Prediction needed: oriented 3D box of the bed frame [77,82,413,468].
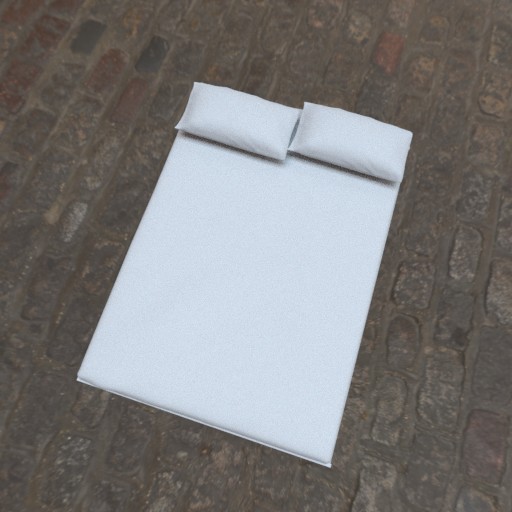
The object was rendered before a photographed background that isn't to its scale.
[{"bbox_3d":[0.000,0.000,2.623,1.450,0.629,1.950,17,76,5],"label":"bed frame"}]
